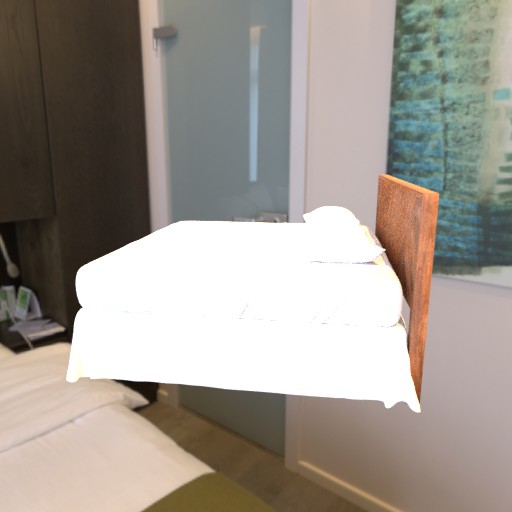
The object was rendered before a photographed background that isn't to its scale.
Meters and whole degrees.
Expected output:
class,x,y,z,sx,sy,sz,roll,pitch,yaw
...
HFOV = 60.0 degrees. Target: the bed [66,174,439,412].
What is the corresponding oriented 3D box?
class,x,y,z,sx,sy,sz,roll,pitch,yaw
bed,0.000,0.000,3.415,2.165,1.158,2.255,2,13,9
